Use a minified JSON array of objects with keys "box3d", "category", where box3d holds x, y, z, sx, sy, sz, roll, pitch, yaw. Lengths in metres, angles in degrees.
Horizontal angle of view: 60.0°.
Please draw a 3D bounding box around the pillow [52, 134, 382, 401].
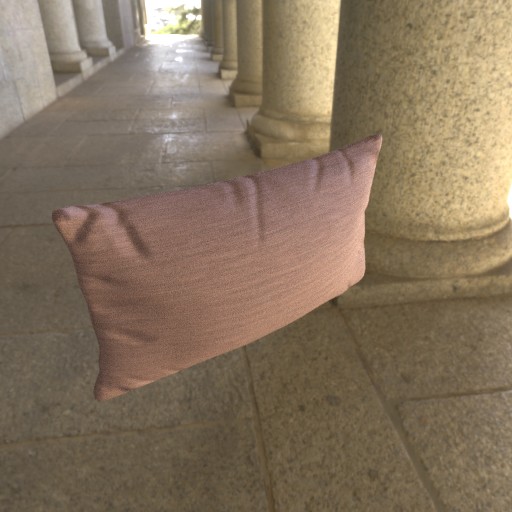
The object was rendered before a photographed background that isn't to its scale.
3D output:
[{"box3d":[0.000,0.000,0.792,0.633,0.338,0.210,-20,35,-31],"category":"pillow"}]
